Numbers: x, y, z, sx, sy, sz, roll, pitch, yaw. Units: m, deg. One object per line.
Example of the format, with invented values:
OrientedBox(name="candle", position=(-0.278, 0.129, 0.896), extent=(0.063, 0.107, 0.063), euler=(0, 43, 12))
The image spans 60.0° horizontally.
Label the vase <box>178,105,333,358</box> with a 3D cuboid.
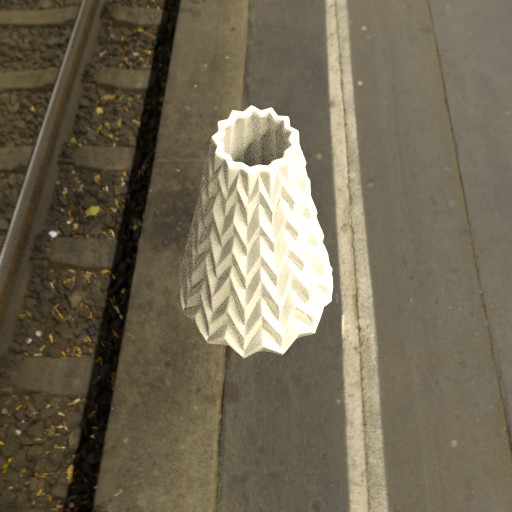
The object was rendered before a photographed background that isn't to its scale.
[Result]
OrientedBox(name="vase", position=(0.000, 0.000, 0.423), extent=(0.167, 0.328, 0.167), euler=(0, 64, 0))
